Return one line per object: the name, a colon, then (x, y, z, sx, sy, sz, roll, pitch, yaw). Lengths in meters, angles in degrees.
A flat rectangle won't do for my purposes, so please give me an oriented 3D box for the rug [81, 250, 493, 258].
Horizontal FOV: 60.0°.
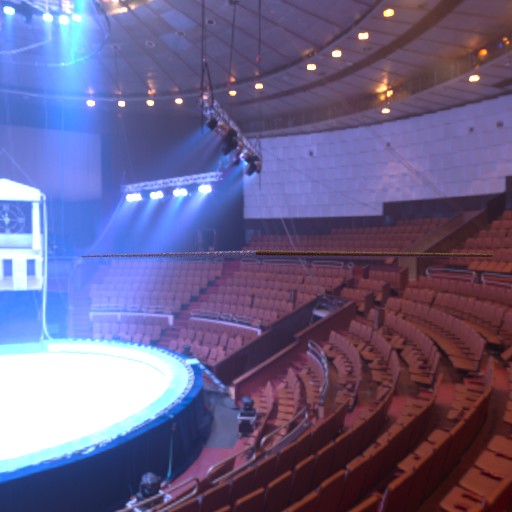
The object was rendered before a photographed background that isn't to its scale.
rug: (0.000, 0.000, 2.757, 1.543, 0.015, 2.144, 0, -1, -36)
